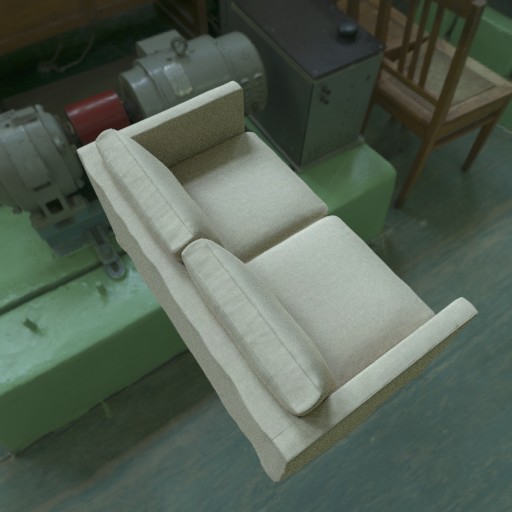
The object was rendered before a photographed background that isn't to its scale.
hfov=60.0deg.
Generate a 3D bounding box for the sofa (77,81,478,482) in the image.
[{"bbox_3d":[0.000,0.000,2.147,0.962,0.835,1.719,-31,63,-18],"label":"sofa"}]
